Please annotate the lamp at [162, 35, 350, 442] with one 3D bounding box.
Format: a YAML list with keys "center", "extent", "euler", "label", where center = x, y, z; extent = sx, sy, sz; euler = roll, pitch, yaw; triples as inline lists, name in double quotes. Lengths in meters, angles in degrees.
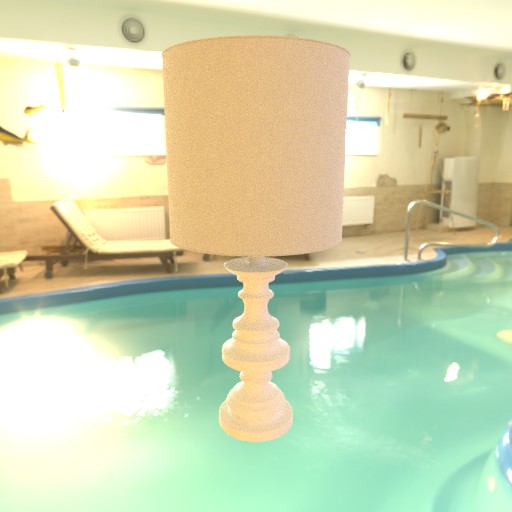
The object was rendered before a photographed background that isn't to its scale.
- center: [0.000, 0.000, 0.551]
  extent: [0.208, 0.455, 0.208]
  euler: [-13, 18, -43]
  label: "lamp"
